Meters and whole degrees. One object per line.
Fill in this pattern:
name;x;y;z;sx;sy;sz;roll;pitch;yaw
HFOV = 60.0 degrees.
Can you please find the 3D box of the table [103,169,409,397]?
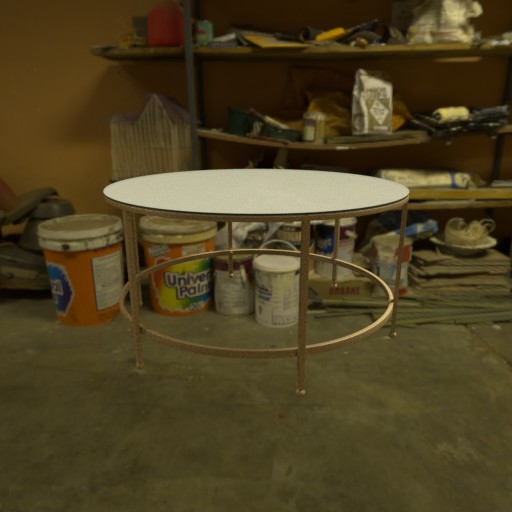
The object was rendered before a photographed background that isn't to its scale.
table;0.000;0.000;1.458;0.914;0.470;0.914;0;17;0
